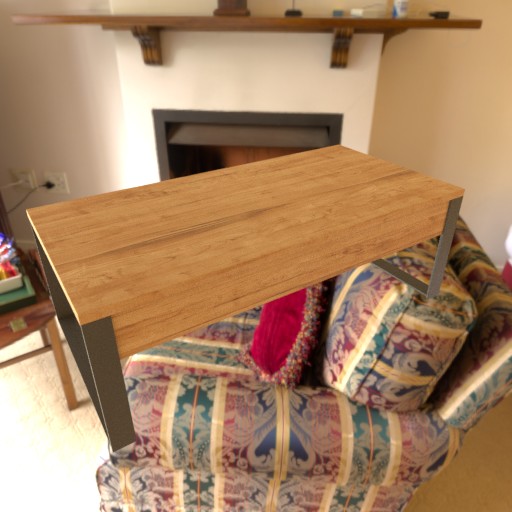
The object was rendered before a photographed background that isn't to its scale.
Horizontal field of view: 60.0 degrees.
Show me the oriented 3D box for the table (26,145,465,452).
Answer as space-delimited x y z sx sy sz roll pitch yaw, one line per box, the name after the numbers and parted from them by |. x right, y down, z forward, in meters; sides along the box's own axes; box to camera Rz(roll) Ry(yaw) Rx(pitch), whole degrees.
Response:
0.000 0.000 1.424 1.180 0.400 0.590 -18 35 -28 | table
